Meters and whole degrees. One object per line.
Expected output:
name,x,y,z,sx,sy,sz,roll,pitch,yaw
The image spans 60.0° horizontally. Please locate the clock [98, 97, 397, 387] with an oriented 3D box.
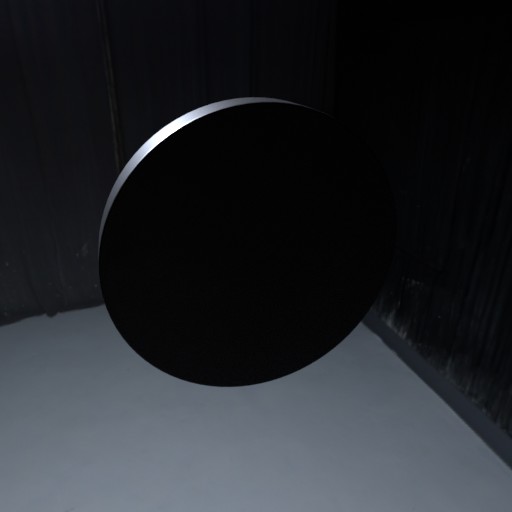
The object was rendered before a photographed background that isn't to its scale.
clock,0.000,0.000,0.468,0.314,0.314,0.040,-8,26,-16
